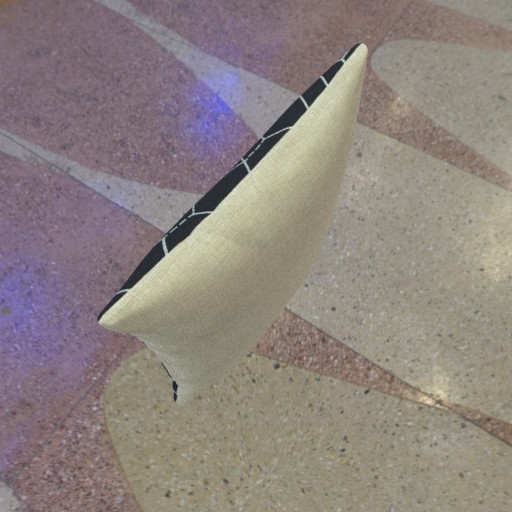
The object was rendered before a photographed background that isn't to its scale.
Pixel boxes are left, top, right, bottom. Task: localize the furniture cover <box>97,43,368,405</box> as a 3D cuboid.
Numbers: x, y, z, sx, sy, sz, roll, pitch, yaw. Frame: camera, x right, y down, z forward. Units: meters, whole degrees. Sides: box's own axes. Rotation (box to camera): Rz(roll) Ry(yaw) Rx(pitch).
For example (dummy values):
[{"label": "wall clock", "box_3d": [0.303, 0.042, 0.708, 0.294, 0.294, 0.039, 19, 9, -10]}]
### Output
[{"label": "furniture cover", "box_3d": [0.000, 0.000, 0.754, 0.158, 0.508, 0.517, 33, 67, 16]}]
